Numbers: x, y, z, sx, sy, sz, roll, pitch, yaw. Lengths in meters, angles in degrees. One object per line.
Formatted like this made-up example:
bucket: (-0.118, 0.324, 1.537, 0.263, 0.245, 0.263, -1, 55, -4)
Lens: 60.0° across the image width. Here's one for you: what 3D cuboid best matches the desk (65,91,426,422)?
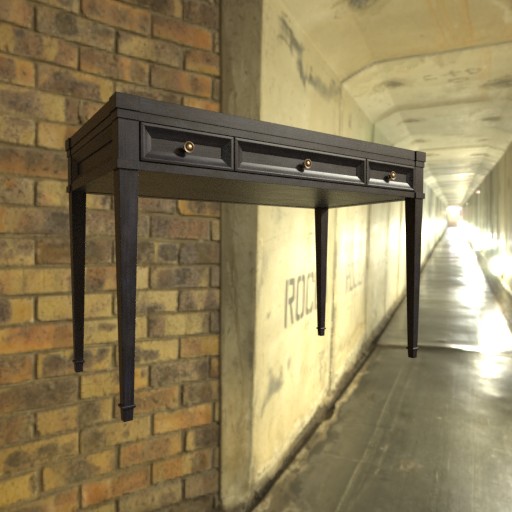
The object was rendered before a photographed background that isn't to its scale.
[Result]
desk: (0.000, 0.000, 1.757, 1.289, 0.861, 0.630, -1, 1, -34)
